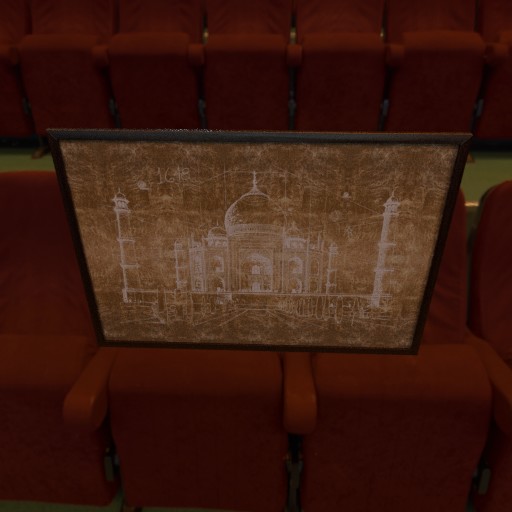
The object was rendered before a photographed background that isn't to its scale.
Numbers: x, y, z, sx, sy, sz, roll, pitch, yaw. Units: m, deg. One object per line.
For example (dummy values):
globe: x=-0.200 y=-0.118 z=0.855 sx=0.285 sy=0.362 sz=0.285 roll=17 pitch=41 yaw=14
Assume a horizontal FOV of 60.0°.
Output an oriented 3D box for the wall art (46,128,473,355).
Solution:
wall art: x=0.000 y=0.000 z=0.994 sx=0.816 sy=0.559 sz=0.014 roll=1 pitch=31 yaw=2
